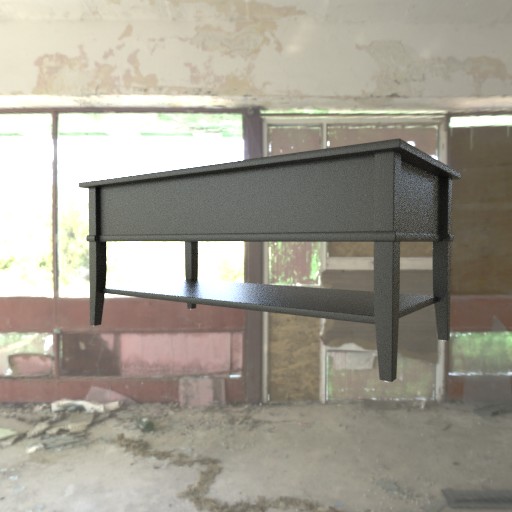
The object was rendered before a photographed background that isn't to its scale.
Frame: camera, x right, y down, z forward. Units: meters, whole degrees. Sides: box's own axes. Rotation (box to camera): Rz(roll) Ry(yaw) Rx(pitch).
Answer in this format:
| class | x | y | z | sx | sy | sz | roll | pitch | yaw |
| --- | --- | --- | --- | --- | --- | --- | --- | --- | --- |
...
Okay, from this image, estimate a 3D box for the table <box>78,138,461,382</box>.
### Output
| class | x | y | z | sx | sy | sz | roll | pitch | yaw |
| --- | --- | --- | --- | --- | --- | --- | --- | --- | --- |
| table | 0.000 | 0.000 | 1.347 | 1.044 | 0.470 | 0.523 | 1 | 2 | 36 |
